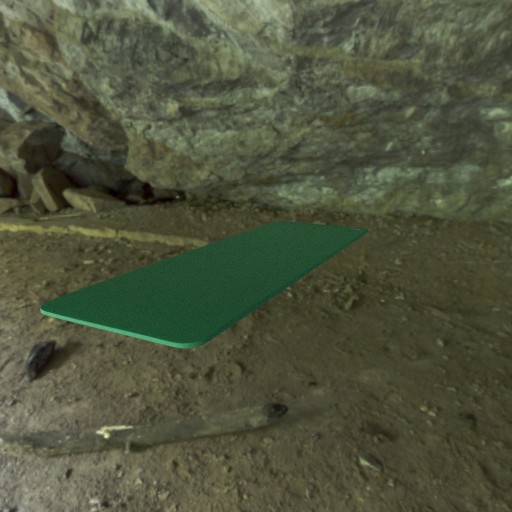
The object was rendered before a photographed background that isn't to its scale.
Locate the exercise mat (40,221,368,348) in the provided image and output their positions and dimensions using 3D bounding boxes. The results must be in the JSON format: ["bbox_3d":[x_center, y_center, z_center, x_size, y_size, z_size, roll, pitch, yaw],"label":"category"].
[{"bbox_3d":[0.000,0.000,2.064,0.616,0.021,1.869,7,16,27],"label":"exercise mat"}]
